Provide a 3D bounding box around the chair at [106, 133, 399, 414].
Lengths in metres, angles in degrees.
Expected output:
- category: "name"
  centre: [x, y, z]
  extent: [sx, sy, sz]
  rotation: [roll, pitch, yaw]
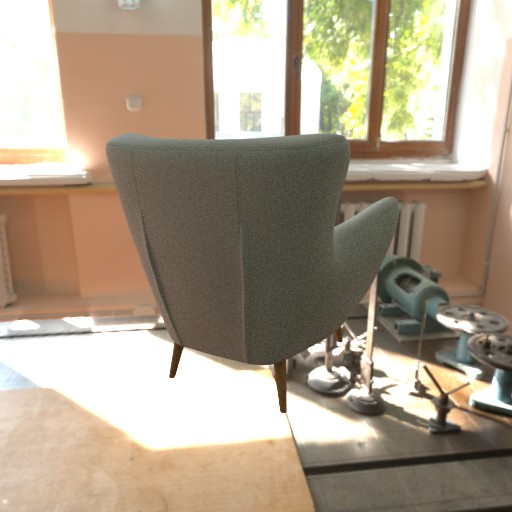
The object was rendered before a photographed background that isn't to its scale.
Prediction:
- category: "chair"
  centre: [0.000, 0.000, 1.660]
  extent: [0.890, 0.889, 0.889]
  rotation: [8, 18, 26]
